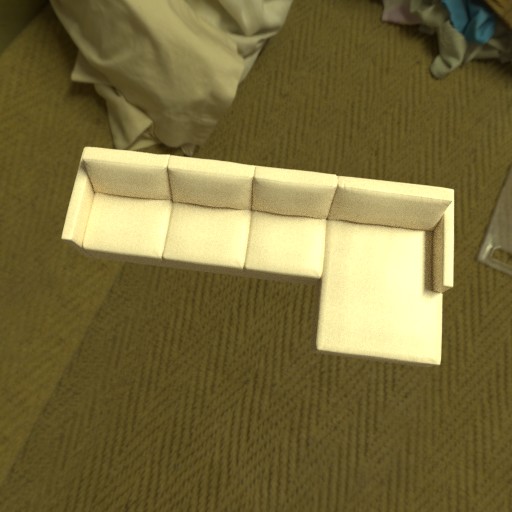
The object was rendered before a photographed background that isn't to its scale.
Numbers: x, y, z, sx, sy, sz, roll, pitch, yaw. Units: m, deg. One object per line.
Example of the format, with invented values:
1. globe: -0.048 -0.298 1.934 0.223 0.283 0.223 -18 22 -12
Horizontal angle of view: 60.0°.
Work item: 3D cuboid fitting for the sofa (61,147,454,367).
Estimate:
1. sofa: 0.000 0.000 4.145 3.471 0.954 1.603 7 75 2
